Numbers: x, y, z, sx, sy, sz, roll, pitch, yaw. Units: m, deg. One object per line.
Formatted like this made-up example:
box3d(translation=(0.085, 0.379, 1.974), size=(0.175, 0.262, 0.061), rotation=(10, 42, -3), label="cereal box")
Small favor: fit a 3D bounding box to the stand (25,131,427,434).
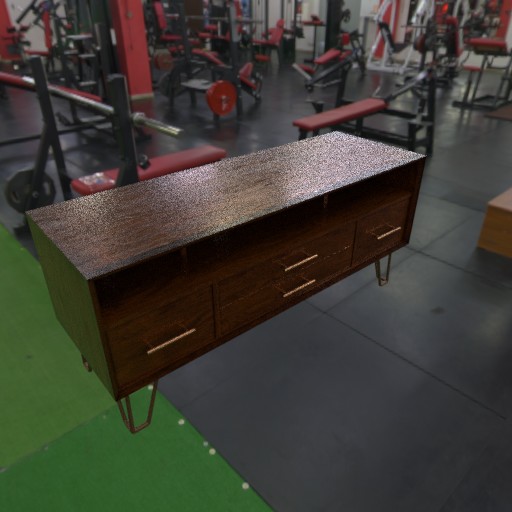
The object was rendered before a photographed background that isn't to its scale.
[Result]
box3d(translation=(0.000, 0.000, 1.681), size=(1.372, 0.610, 0.481), rotation=(-23, 38, -33), label="stand")
